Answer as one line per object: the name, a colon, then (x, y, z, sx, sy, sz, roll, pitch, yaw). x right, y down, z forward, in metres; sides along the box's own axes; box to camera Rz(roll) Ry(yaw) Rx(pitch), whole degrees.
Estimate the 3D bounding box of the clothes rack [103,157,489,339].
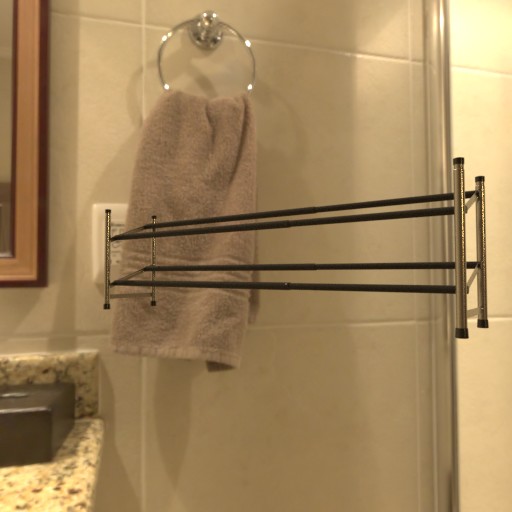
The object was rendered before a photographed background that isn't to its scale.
clothes rack: (0.000, 0.000, 1.282, 1.168, 0.349, 0.229, -2, -3, 37)
